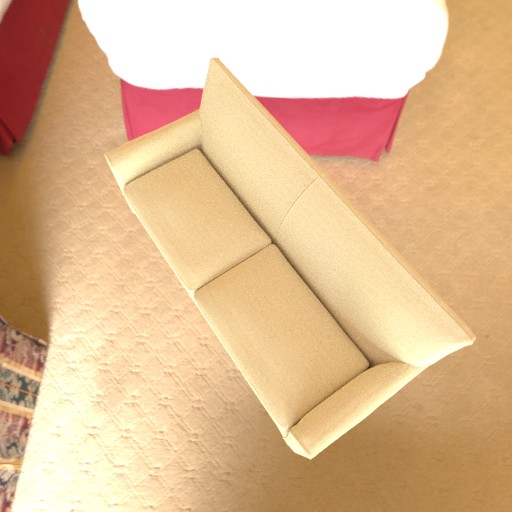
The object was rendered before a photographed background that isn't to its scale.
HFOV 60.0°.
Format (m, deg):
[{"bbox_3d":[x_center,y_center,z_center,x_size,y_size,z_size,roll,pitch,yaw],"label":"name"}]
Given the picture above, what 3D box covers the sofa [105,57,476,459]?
[{"bbox_3d":[0.000,0.000,2.462,0.841,0.907,2.001,-32,68,-14],"label":"sofa"}]
